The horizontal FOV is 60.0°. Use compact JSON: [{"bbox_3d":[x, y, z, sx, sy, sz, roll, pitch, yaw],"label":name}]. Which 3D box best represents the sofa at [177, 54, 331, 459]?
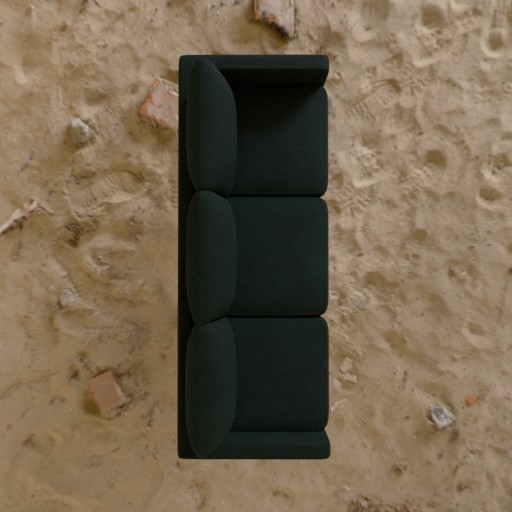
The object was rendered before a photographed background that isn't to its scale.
[{"bbox_3d":[0.000,0.000,2.640,0.859,0.870,2.218,0,89,0],"label":"sofa"}]
